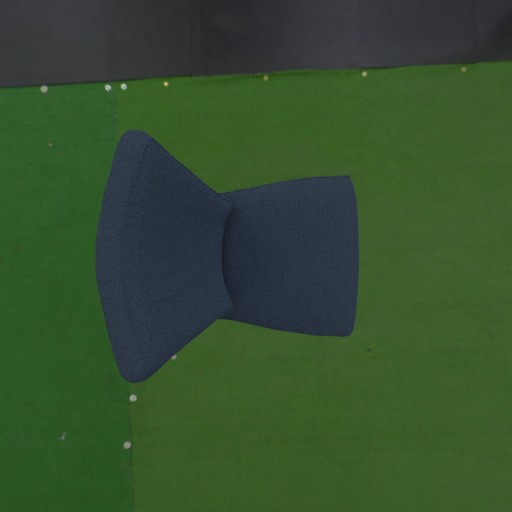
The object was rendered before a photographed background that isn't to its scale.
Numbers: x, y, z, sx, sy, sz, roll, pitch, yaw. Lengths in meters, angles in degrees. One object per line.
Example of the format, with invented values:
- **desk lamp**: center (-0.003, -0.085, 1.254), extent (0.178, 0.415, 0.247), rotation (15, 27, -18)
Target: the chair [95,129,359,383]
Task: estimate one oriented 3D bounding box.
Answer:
- **chair**: center (0.000, 0.000, 1.375), extent (0.660, 0.991, 0.520), rotation (0, 90, 1)
